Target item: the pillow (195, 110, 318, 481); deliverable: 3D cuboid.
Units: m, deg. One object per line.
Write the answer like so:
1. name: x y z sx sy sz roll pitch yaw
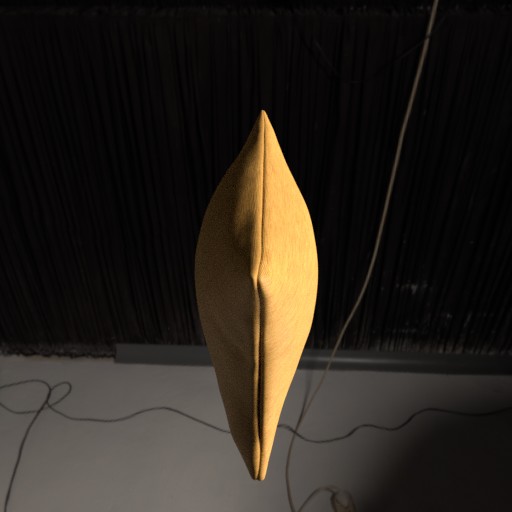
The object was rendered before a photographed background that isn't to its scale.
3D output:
1. pillow: 0.000 0.000 0.794 0.210 0.354 0.634 1 32 1
